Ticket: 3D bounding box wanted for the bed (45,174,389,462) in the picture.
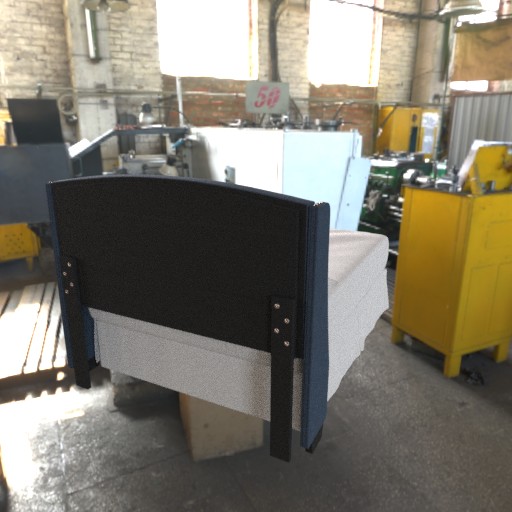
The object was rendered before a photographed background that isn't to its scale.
[{"bbox_3d":[0.000,0.000,3.356,1.710,1.407,2.237,8,19,26],"label":"bed"}]
